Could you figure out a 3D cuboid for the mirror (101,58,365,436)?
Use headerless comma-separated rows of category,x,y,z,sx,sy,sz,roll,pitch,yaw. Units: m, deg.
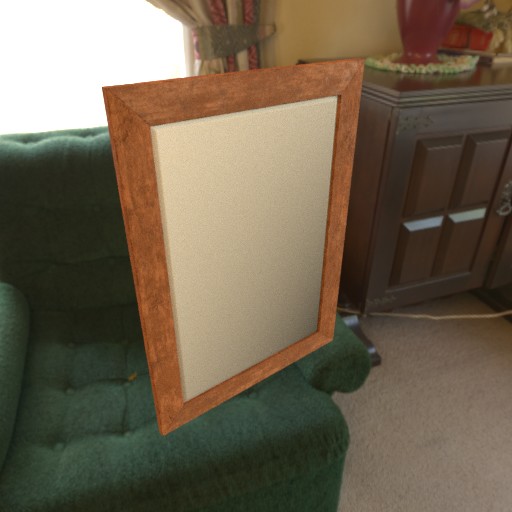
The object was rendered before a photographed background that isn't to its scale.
mirror,0.000,0.000,1.408,0.796,1.099,0.028,-21,36,-31
